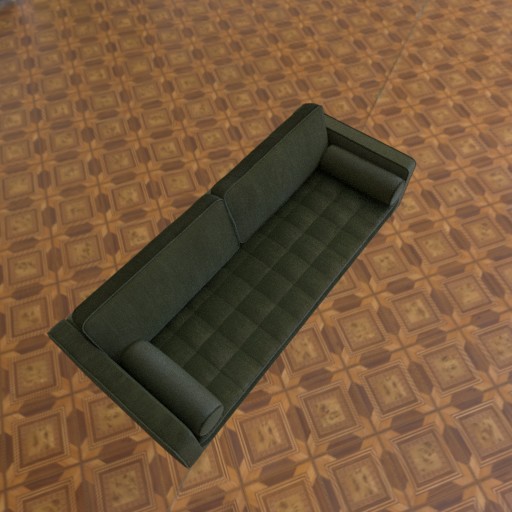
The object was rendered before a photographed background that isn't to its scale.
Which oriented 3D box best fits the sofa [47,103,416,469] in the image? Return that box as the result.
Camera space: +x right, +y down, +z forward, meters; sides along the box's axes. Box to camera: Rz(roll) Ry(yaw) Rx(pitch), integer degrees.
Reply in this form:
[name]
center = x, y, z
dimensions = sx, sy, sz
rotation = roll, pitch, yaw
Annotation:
[sofa]
center = 0.000, 0.000, 2.633
dimensions = 0.918, 0.769, 2.199
rotation = 34, 64, 19
